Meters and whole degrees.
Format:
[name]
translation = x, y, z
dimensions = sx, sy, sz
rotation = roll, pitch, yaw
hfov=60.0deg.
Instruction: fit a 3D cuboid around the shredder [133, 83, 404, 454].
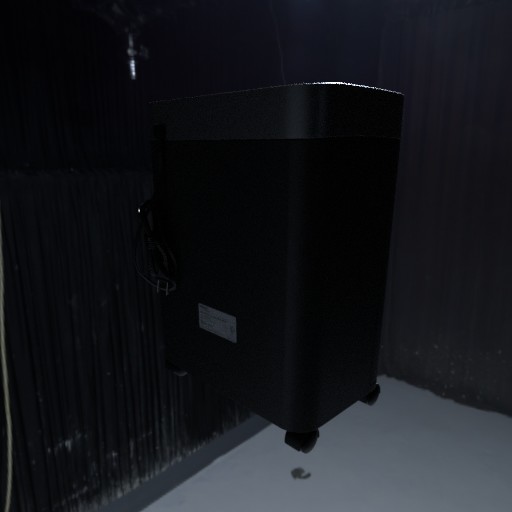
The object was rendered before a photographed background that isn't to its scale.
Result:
[shredder]
translation = 0.000, 0.000, 0.612
dimensions = 0.237, 0.419, 0.311
rotation = -13, 19, -43
